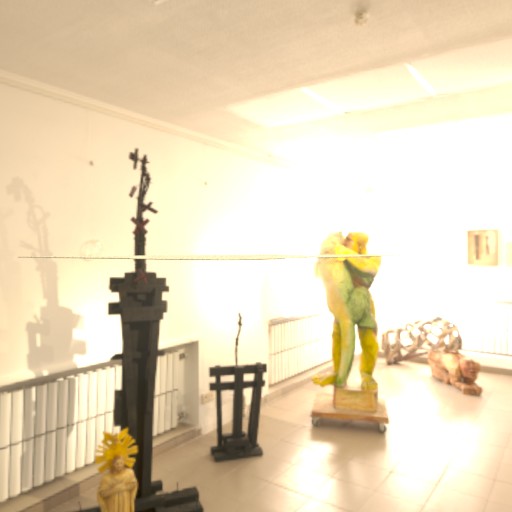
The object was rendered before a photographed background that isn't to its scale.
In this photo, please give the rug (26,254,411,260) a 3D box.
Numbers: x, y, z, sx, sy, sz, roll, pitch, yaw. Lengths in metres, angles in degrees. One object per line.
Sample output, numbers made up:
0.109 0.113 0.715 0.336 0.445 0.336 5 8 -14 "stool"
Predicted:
0.000 0.000 3.023 1.524 0.005 2.439 0 1 35 "rug"
